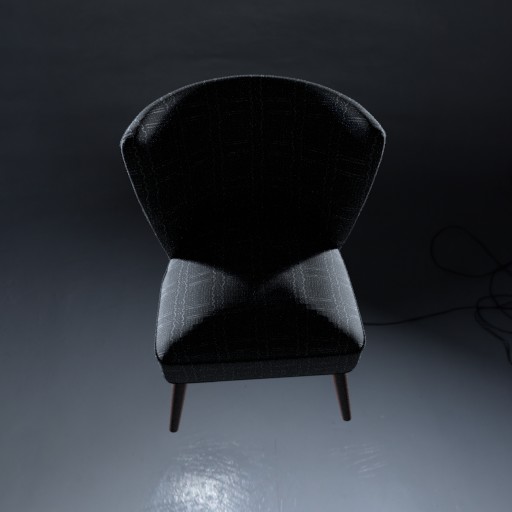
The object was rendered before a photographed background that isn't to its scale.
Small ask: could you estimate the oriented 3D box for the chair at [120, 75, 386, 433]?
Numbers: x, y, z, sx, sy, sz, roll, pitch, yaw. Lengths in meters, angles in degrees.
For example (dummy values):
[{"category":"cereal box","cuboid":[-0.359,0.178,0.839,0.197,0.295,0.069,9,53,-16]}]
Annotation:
[{"category":"chair","cuboid":[0.000,0.000,1.424,0.710,0.866,0.758,-3,46,-3]}]
